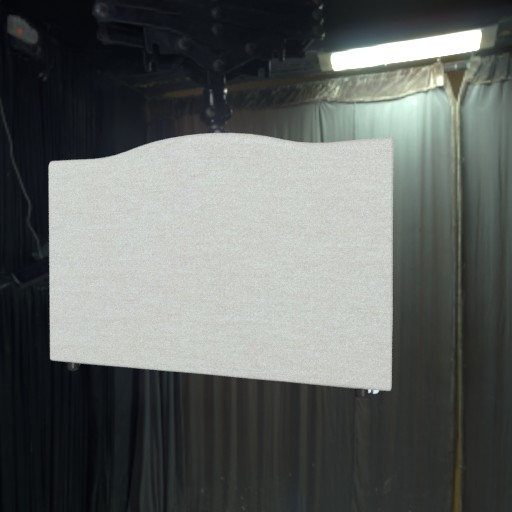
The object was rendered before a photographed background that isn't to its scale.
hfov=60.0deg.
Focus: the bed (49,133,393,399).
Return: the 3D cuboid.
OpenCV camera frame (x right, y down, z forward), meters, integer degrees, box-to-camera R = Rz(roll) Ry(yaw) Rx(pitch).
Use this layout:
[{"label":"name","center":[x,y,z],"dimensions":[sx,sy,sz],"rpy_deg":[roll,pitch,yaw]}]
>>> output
[{"label":"bed","center":[0.000,0.000,3.529],"dimensions":[2.083,1.421,2.182],"rpy_deg":[0,1,17]}]
